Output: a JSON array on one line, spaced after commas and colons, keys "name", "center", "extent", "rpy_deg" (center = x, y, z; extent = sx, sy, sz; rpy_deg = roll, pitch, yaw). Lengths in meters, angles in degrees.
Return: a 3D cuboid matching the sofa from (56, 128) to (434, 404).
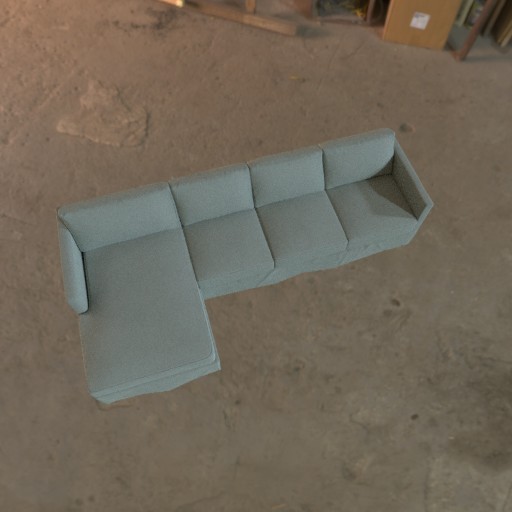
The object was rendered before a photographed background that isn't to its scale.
[{"name": "sofa", "center": [0.000, 0.000, 3.932], "extent": [3.205, 0.922, 1.650], "rpy_deg": [-15, 64, -8]}]
